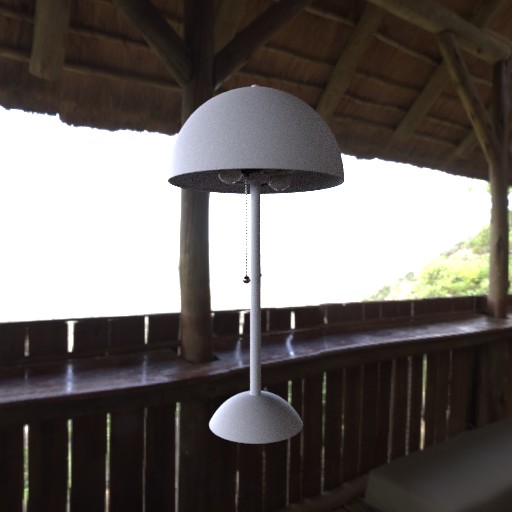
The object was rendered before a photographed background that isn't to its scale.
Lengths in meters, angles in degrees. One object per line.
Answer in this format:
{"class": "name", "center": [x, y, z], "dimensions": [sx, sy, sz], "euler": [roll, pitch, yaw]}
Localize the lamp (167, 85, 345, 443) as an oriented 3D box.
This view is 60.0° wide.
{"class": "lamp", "center": [0.000, 0.000, 0.435], "dimensions": [0.171, 0.330, 0.171], "euler": [0, 1, 0]}
